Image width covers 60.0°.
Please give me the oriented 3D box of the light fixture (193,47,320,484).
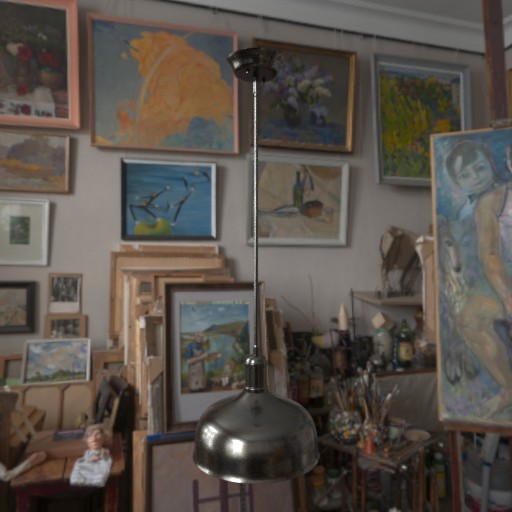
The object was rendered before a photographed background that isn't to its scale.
[{"bbox_3d":[0.000,0.000,1.061,0.299,0.935,0.299,0,-1,35],"label":"light fixture"}]
